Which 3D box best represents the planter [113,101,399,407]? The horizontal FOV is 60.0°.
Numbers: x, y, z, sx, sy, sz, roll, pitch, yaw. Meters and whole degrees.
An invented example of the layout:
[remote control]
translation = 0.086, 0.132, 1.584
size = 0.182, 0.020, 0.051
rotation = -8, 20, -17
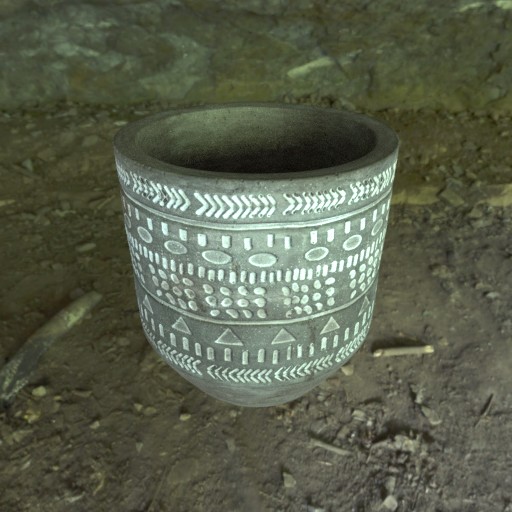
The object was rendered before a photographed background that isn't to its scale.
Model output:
[planter]
translation = 0.000, 0.000, 0.263
size = 0.142, 0.149, 0.142
rotation = 0, 31, 0
